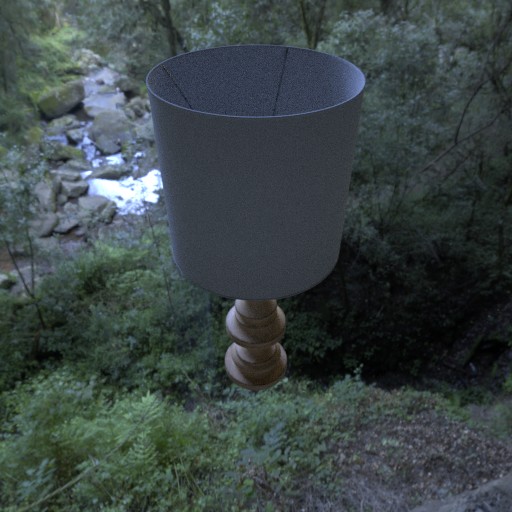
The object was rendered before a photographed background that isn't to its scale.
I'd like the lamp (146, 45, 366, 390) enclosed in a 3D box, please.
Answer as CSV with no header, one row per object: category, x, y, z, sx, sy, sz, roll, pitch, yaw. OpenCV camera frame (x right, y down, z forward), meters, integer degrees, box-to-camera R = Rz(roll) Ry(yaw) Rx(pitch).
lamp,0.000,0.000,0.573,0.208,0.455,0.208,1,40,1
